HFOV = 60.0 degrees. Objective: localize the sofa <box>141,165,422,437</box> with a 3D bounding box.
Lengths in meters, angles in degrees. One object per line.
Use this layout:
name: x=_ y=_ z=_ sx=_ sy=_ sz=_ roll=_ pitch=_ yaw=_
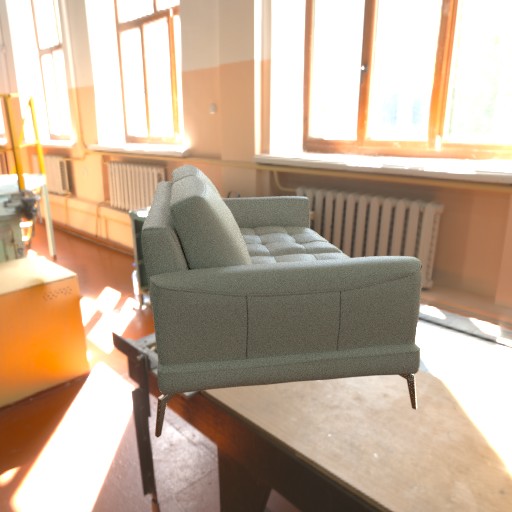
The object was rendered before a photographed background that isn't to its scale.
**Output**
sofa: x=0.000 y=0.000 z=2.519 sx=1.121 sy=0.930 sz=1.819 roll=-3 pitch=17 yaw=-9
